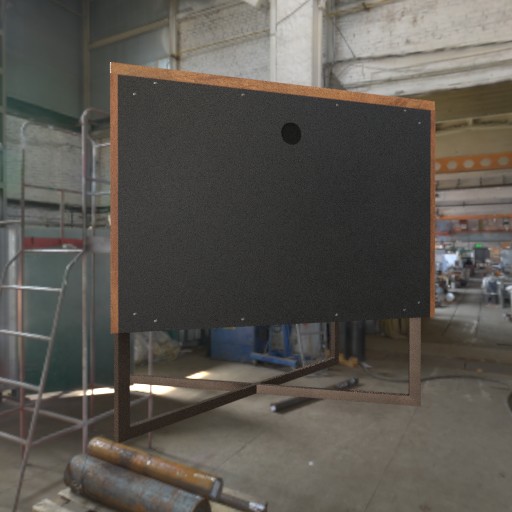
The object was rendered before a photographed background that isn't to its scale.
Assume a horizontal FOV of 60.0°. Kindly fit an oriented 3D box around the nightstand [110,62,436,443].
[{"bbox_3d":[0.000,0.000,0.994,0.613,0.615,0.427,0,0,-17],"label":"nightstand"}]
